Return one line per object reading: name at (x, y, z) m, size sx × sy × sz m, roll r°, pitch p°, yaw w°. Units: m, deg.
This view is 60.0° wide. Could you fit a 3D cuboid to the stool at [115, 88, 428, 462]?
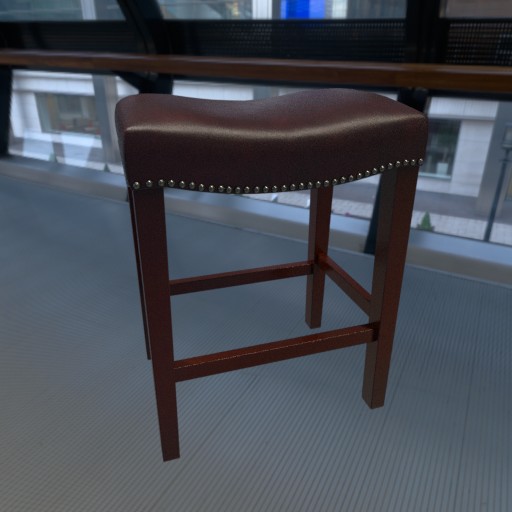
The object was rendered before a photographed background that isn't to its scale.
stool at (0.000, 0.000, 0.948) m, size 0.504 × 0.657 × 0.372 m, roll -8°, pitch 26°, yaw -16°
